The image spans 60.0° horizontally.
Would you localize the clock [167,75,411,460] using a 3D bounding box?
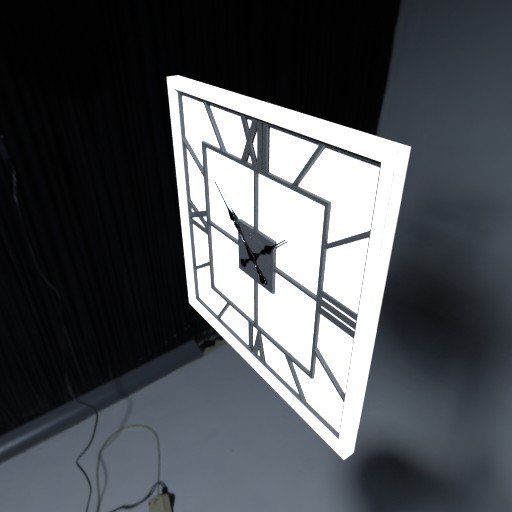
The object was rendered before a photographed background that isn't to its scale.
[{"bbox_3d":[0.000,0.000,1.051,0.032,0.705,0.705,-21,37,-30],"label":"clock"}]
